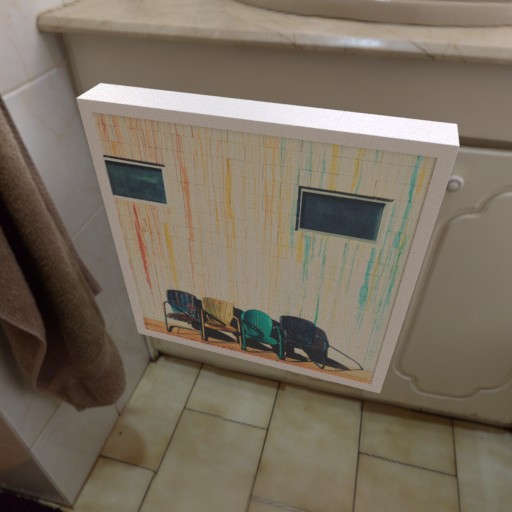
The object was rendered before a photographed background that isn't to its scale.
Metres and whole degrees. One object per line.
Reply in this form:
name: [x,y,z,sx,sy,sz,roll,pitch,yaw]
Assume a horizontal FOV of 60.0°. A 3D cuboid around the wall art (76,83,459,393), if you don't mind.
wall art: [0.000,0.000,0.451,0.305,0.305,0.038,11,42,13]
